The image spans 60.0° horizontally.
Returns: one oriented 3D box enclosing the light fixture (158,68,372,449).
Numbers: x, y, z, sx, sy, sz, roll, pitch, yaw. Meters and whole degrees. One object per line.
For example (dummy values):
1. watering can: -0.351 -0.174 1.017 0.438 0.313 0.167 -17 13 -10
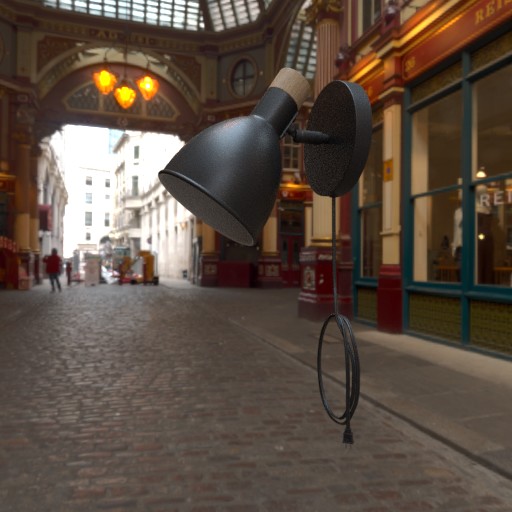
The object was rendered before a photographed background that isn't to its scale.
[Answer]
1. light fixture: 0.000 0.000 0.469 0.203 0.401 0.127 0 0 -18
